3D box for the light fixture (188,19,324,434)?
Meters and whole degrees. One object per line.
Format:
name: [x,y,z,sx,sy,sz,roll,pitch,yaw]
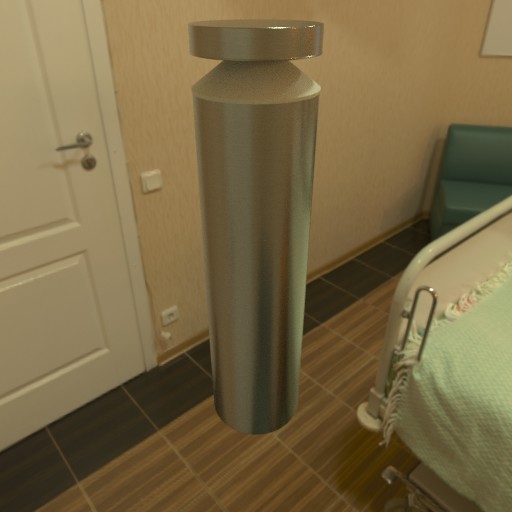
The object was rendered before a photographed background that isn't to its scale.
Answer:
light fixture: [0.000,0.000,0.430,0.102,0.400,0.102,10,32,16]
